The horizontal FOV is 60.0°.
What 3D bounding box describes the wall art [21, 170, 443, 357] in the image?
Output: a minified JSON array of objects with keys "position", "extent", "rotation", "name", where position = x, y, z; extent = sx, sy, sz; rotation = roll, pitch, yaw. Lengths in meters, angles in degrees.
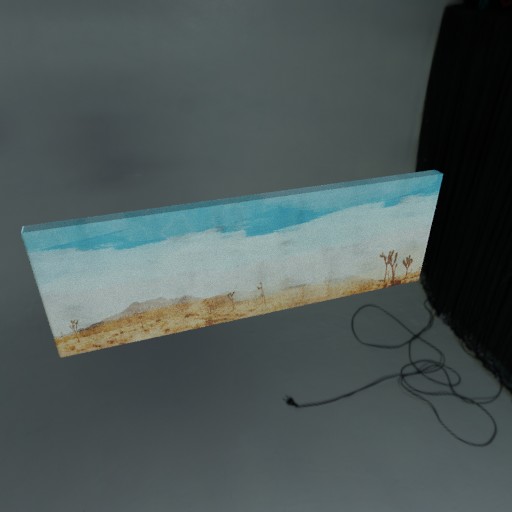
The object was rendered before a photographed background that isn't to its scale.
[{"position":[0.000,0.000,0.847],"extent":[0.759,0.254,0.044],"rotation":[-10,33,-16],"name":"wall art"}]
